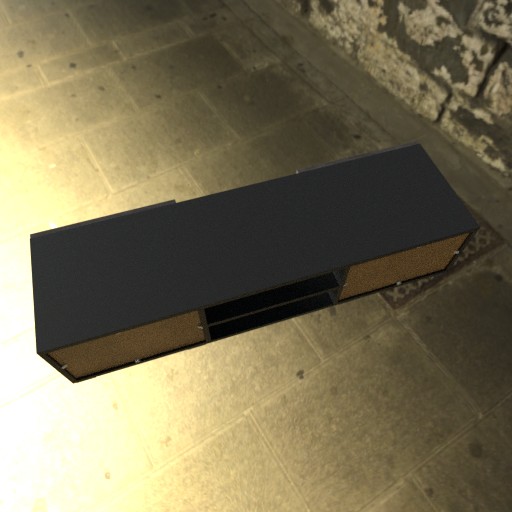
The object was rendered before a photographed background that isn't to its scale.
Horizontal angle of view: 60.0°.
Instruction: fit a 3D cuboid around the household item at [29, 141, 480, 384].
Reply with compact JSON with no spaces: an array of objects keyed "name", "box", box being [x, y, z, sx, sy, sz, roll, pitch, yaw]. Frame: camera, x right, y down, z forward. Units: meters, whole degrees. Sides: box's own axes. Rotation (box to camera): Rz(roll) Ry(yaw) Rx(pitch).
[{"name":"household item","box":[0.000,0.000,1.566,1.400,0.310,0.420,-15,59,-9]}]
